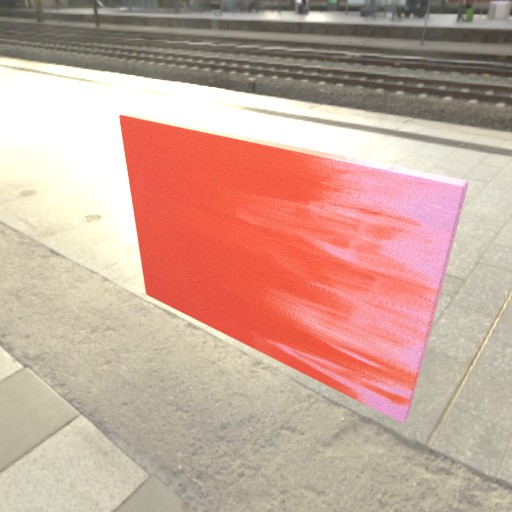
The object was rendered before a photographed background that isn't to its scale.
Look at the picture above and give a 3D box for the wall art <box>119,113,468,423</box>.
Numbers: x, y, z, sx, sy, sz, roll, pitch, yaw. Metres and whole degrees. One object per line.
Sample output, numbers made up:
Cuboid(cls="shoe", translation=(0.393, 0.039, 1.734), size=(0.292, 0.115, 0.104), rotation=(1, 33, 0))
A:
Cuboid(cls="wall art", translation=(0.000, 0.000, 1.160), size=(0.913, 0.609, 0.040), rotation=(20, 36, 30))
